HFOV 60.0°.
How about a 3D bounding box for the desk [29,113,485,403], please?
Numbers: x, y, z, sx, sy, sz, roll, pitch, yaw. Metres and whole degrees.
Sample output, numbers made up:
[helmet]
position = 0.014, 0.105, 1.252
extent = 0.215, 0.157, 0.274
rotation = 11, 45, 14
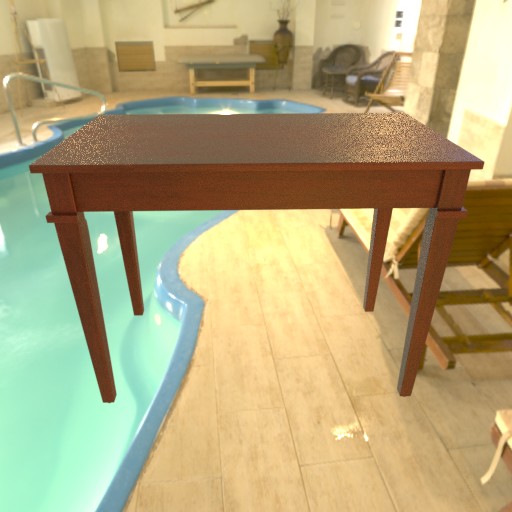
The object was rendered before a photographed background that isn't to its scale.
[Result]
[desk]
position = 0.000, 0.000, 1.393
extent = 1.001, 0.762, 0.549
rotation = -1, 29, -1
